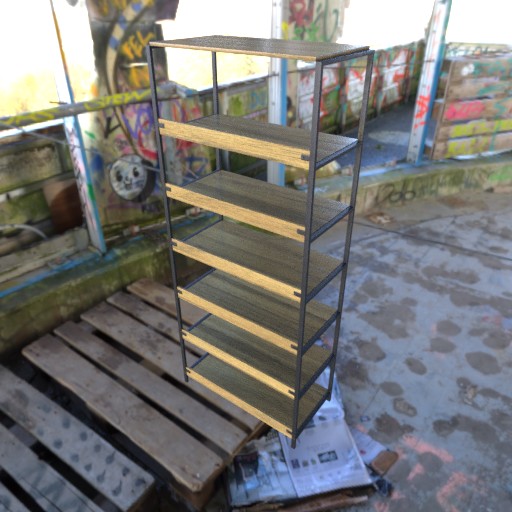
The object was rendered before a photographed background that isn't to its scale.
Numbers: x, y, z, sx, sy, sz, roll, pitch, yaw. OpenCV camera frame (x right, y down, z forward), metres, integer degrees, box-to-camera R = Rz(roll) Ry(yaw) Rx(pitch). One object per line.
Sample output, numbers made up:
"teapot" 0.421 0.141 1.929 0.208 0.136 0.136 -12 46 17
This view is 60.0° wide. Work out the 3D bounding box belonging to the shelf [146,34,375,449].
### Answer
"shelf" 0.000 0.000 2.321 0.847 2.015 0.431 21 37 31
